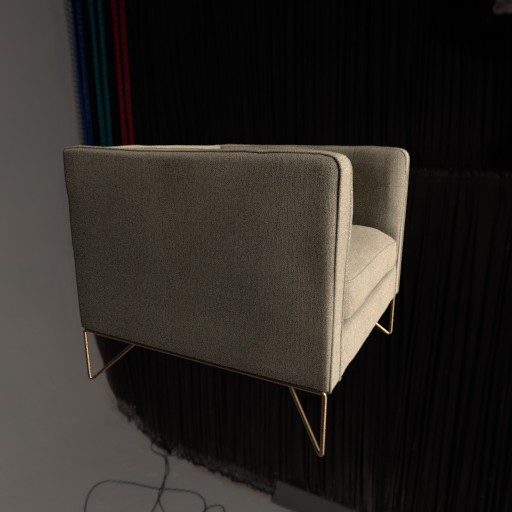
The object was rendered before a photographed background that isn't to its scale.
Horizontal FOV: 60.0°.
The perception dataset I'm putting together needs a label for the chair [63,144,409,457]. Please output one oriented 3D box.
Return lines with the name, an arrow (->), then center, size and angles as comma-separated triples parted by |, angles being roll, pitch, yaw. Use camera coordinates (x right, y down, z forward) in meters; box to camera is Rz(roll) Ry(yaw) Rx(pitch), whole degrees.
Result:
chair -> 0.000, 0.000, 1.644 | 0.912, 0.799, 0.920 | 7, 16, 27
